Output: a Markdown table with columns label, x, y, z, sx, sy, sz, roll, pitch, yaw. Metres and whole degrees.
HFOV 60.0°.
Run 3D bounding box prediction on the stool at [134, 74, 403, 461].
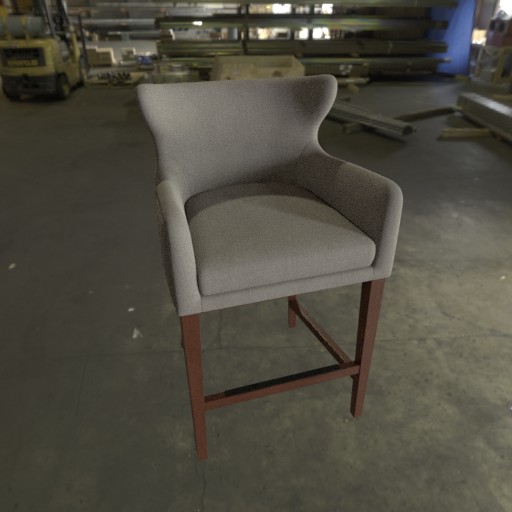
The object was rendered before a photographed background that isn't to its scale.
| label | x | y | z | sx | sy | sz | roll | pitch | yaw |
| --- | --- | --- | --- | --- | --- | --- | --- | --- | --- |
| stool | 0.000 | 0.000 | 1.325 | 0.575 | 0.951 | 0.575 | -9 | 32 | -15 |
